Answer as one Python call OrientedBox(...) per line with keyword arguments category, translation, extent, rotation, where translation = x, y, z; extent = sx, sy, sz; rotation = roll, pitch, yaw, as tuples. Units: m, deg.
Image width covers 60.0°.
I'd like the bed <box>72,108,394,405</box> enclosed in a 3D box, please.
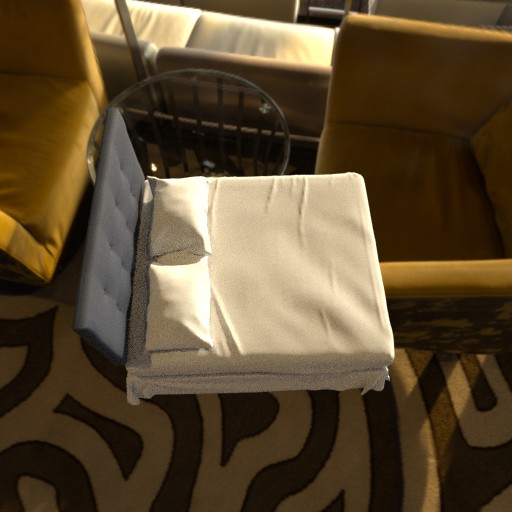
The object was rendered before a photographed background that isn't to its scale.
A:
OrientedBox(category="bed", translation=(0.000, 0.000, 3.460), extent=(2.222, 1.577, 1.936), rotation=(-2, 63, -1))
